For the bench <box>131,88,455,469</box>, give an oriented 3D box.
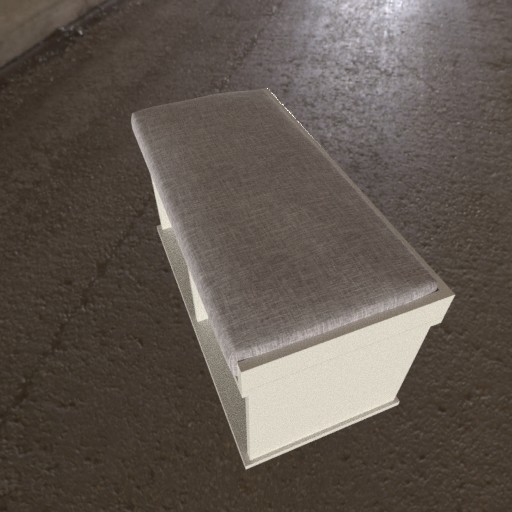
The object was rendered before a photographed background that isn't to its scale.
[{"bbox_3d":[0.000,0.000,1.011,0.362,0.461,0.734,-16,49,-15],"label":"bench"}]
